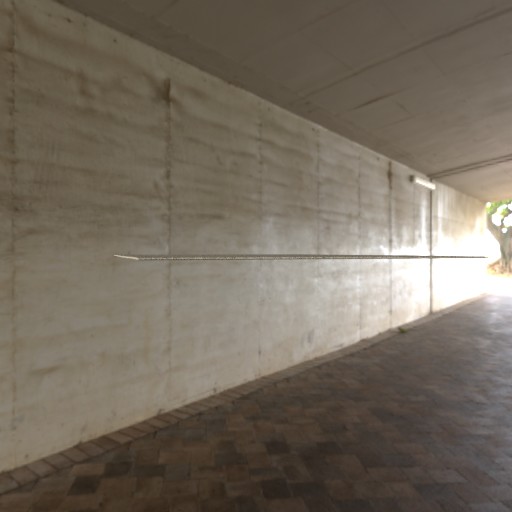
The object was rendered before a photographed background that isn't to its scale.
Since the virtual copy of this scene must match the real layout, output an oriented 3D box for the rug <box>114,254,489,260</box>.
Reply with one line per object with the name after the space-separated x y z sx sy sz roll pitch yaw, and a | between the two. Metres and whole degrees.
0.000 0.000 4.175 2.447 0.014 3.061 0 1 -20 | rug
